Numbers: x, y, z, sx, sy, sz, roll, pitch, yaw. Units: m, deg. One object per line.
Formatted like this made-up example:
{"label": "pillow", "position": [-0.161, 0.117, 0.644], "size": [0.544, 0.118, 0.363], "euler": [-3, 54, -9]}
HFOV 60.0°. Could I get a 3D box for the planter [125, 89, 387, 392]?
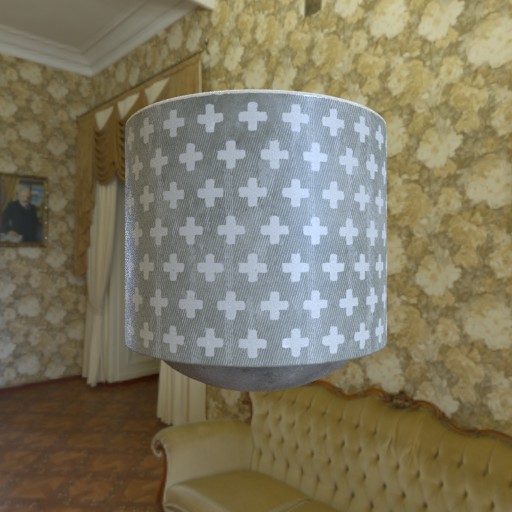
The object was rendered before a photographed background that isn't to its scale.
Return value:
{"label": "planter", "position": [0.000, 0.000, 0.335], "size": [0.190, 0.181, 0.190], "euler": [0, 0, 0]}
